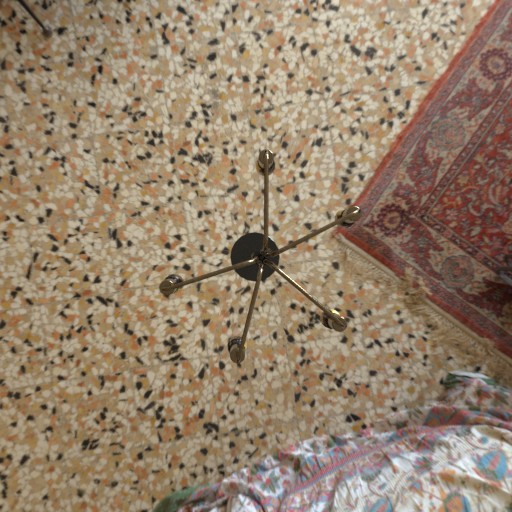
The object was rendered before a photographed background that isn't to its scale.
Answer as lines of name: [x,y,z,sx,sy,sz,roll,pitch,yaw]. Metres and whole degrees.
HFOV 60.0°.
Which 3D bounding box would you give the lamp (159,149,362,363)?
lamp: [0.000,0.000,1.962,0.572,1.721,0.599,0,90,-1]
